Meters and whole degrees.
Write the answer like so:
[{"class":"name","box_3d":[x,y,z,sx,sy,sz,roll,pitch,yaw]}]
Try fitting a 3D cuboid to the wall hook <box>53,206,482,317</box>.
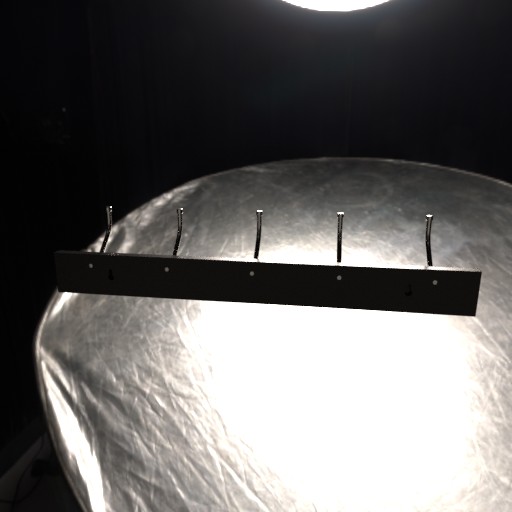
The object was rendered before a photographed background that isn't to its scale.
[{"class":"wall hook","box_3d":[0.000,0.000,0.619,0.571,0.117,0.071,2,16,9]}]
